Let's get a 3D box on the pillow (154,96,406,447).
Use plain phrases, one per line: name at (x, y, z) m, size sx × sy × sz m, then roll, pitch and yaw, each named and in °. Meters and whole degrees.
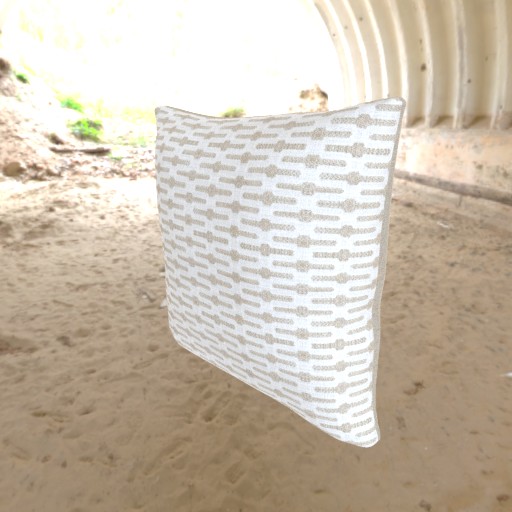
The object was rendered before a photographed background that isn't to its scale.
pillow at (0.000, 0.000, 0.749) m, size 0.219 × 0.491 × 0.496 m, roll -16°, pitch 23°, yaw -42°
